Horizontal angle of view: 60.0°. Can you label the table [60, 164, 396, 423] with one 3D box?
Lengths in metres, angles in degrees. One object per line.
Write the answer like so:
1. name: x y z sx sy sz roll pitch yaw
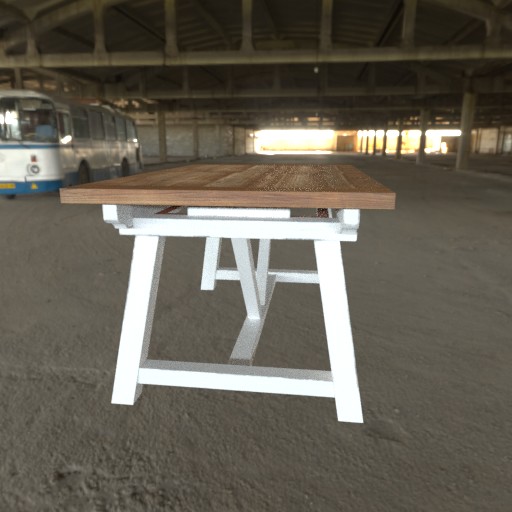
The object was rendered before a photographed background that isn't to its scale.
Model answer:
1. table: 0.000 0.000 2.007 0.922 0.743 1.503 2 14 7
